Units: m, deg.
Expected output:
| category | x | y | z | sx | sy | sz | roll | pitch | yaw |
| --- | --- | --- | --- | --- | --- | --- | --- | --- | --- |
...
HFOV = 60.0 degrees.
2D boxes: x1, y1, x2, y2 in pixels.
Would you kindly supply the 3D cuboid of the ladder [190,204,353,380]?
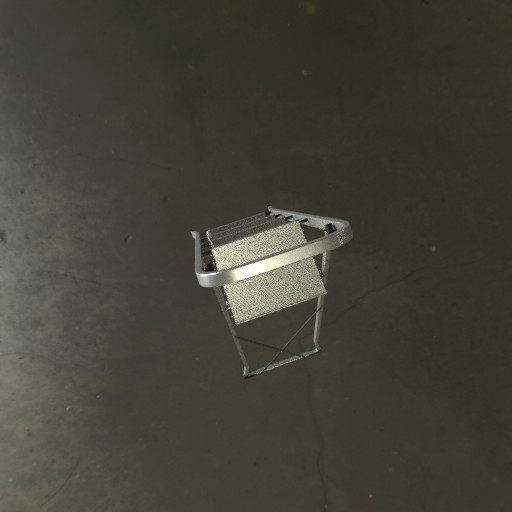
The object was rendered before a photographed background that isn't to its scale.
| category | x | y | z | sx | sy | sz | roll | pitch | yaw |
| --- | --- | --- | --- | --- | --- | --- | --- | --- | --- |
| ladder | 0.000 | 0.000 | 1.689 | 0.465 | 1.290 | 0.830 | -19 | 76 | -5 |
